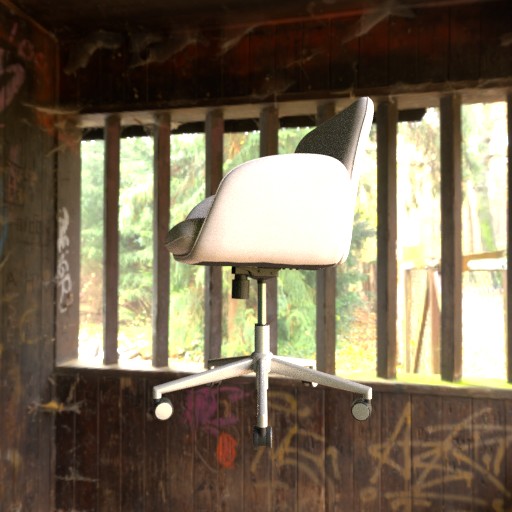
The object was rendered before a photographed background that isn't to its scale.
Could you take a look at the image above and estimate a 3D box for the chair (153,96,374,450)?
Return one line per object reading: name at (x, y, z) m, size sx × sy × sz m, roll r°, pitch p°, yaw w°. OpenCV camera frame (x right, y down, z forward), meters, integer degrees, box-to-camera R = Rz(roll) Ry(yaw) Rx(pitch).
chair at (0.000, 0.000, 1.398) m, size 0.633 × 0.959 × 0.648 m, roll 0°, pitch -1°, yaw -17°
